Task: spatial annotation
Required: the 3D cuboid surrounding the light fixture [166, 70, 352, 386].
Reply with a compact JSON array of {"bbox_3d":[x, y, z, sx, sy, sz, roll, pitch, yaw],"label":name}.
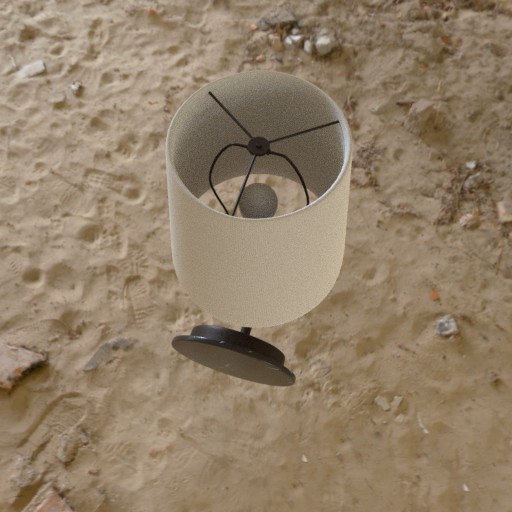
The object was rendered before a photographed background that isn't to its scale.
[{"bbox_3d":[0.000,0.000,0.448,0.168,0.337,0.188,15,65,7],"label":"light fixture"}]
